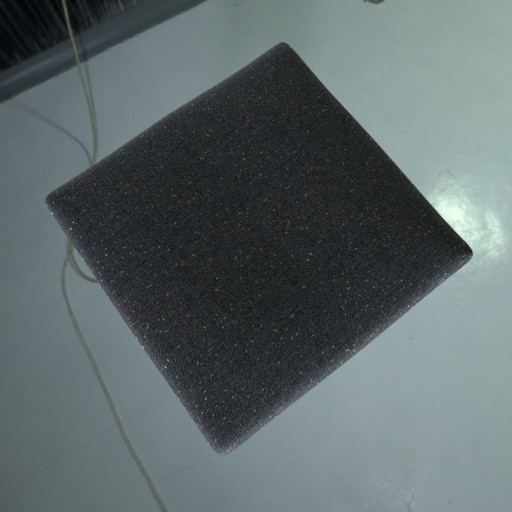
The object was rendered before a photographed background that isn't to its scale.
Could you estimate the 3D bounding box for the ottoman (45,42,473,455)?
[{"bbox_3d":[0.000,0.000,0.892,0.508,0.432,0.508,-36,79,-8],"label":"ottoman"}]
